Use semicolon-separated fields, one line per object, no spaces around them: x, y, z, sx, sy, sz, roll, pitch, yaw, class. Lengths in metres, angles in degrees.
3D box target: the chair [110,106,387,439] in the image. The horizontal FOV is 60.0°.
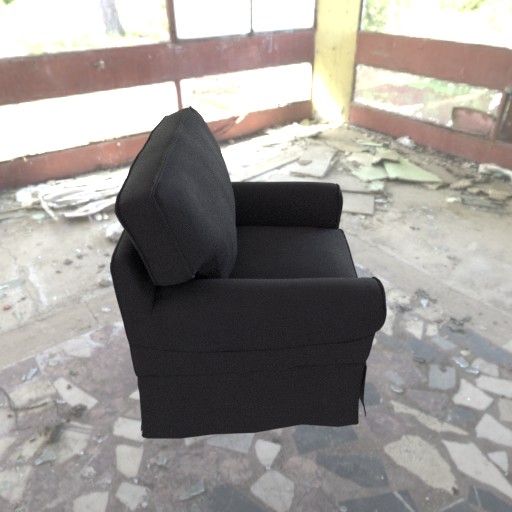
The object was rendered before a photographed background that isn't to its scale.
0.000;0.000;2.018;1.002;1.140;1.119;-1;32;-1;chair
